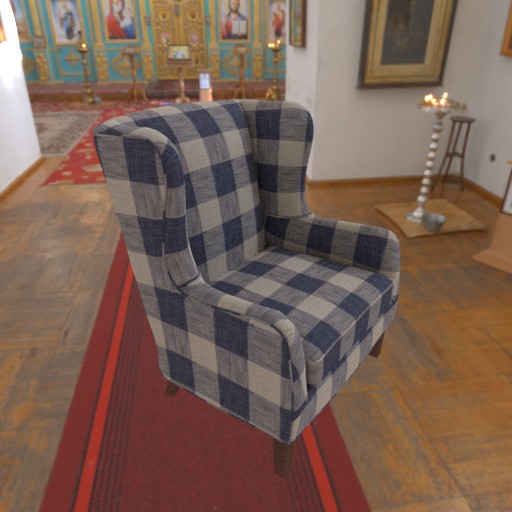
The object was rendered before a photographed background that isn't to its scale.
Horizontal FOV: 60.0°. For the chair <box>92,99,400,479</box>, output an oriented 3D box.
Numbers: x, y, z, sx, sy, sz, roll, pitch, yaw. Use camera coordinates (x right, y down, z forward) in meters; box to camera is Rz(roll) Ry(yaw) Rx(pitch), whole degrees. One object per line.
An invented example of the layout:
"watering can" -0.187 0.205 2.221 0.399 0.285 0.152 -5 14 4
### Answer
"chair" 0.000 0.000 1.676 0.889 1.041 0.830 18 31 32
